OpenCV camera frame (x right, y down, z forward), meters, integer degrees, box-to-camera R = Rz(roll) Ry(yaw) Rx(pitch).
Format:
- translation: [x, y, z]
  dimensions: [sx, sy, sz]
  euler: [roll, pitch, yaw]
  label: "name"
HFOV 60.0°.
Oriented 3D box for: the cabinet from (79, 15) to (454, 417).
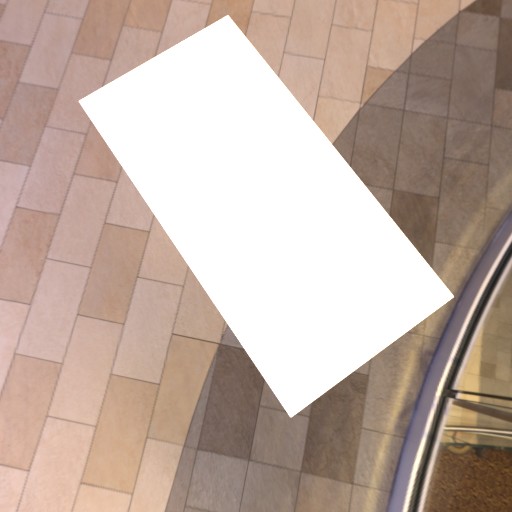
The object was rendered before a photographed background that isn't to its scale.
- translation: [0.000, 0.000, 1.085]
  dimensions: [0.296, 0.815, 0.600]
  euler: [-34, 79, -8]
  label: "cabinet"
